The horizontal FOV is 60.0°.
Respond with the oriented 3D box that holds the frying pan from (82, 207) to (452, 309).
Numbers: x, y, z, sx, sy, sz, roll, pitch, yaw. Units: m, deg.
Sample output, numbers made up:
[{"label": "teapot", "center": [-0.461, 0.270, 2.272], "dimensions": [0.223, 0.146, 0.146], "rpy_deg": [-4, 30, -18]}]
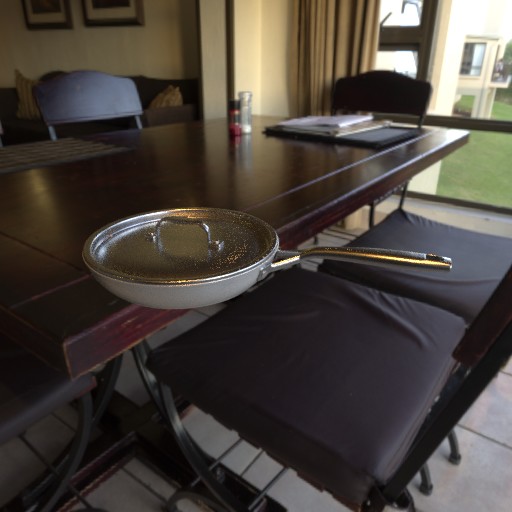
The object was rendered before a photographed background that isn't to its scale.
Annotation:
[{"label": "frying pan", "center": [0.000, 0.000, 0.608], "dimensions": [0.490, 0.086, 0.272], "rpy_deg": [7, 26, 16]}]
